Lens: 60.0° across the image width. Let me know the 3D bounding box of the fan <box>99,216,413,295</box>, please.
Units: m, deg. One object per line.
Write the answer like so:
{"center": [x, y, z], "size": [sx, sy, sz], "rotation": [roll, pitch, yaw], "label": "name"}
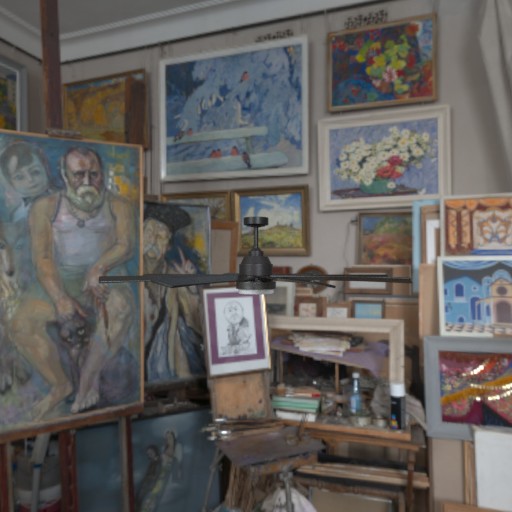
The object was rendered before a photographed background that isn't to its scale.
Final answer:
{"center": [0.000, 0.000, 2.738], "size": [1.830, 0.472, 1.830], "rotation": [0, -1, -18], "label": "fan"}
